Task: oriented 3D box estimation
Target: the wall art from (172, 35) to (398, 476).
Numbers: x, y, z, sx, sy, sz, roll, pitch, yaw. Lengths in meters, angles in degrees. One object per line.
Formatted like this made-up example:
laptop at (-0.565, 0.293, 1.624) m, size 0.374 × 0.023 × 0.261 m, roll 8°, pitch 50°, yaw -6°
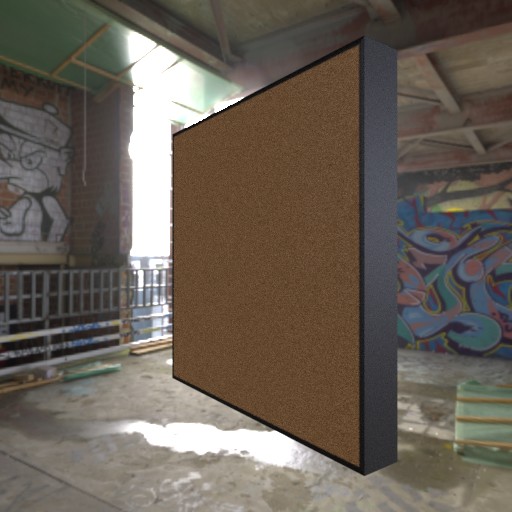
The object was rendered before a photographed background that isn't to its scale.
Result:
wall art at (0.000, 0.000, 0.438) m, size 0.037 × 0.303 × 0.304 m, roll 0°, pitch 0°, yaw -36°
